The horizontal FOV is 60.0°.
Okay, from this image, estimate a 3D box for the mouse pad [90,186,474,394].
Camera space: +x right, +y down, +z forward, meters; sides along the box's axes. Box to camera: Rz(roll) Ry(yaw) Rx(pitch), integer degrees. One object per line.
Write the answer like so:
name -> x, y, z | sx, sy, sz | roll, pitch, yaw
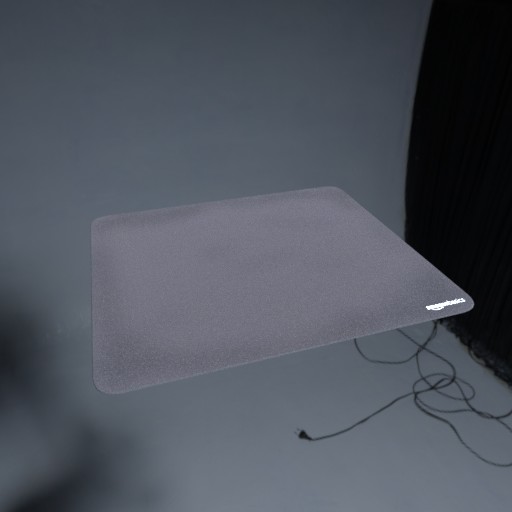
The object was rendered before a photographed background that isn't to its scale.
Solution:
mouse pad -> 0.000, 0.000, 0.636 | 0.451, 0.002, 0.393 | -10, 33, -15
